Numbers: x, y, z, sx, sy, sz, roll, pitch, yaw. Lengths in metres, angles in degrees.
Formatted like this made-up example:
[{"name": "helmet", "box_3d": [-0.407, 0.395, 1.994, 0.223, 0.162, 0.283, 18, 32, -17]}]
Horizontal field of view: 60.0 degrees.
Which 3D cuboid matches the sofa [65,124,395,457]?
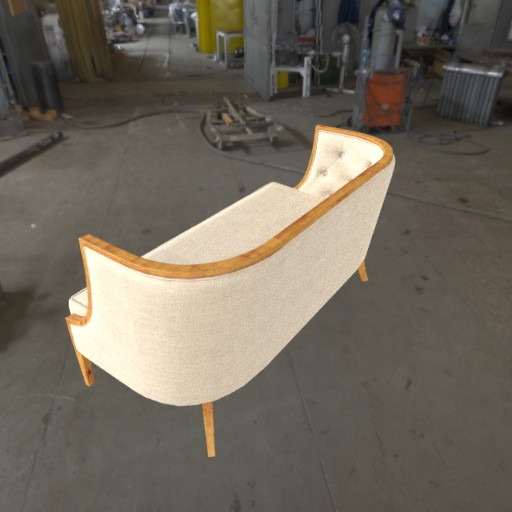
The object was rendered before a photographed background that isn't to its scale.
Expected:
[{"name": "sofa", "box_3d": [0.000, 0.000, 1.943, 0.770, 0.775, 1.474, 21, 38, 30]}]
